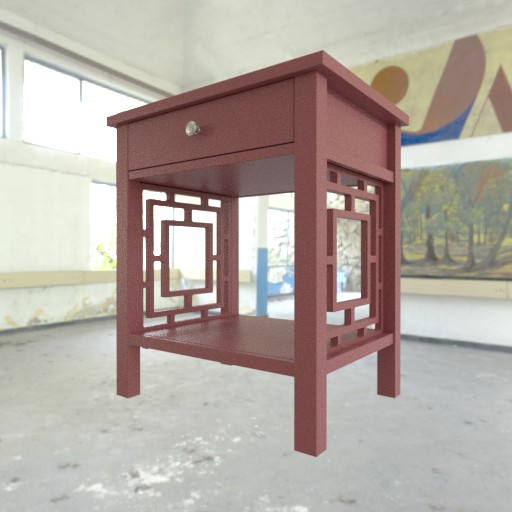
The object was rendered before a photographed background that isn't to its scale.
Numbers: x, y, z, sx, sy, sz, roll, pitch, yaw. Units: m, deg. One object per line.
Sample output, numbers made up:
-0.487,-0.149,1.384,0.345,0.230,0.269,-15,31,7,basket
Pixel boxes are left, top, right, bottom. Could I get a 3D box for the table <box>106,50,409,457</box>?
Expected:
0.000,0.000,1.085,0.599,0.686,0.451,0,0,37,table
